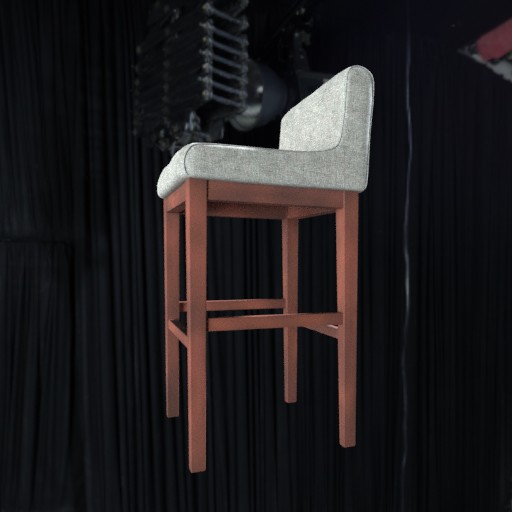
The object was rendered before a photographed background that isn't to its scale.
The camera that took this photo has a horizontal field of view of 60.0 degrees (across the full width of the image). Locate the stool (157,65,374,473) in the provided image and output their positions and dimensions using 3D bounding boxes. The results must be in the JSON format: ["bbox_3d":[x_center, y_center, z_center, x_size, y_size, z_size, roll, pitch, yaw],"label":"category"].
[{"bbox_3d":[0.000,0.000,1.237,0.499,0.965,0.426,0,0,-20],"label":"stool"}]
